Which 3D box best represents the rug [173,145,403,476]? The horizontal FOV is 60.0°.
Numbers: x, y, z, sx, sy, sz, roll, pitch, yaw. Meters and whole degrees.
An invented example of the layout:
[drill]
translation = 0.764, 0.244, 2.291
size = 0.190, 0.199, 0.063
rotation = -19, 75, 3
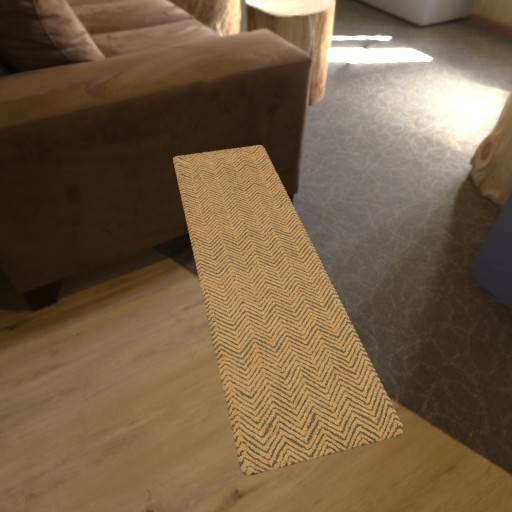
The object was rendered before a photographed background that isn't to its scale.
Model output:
[rug]
translation = 0.000, 0.000, 2.530
size = 0.686, 0.008, 2.286
rotation = -10, 46, -10
